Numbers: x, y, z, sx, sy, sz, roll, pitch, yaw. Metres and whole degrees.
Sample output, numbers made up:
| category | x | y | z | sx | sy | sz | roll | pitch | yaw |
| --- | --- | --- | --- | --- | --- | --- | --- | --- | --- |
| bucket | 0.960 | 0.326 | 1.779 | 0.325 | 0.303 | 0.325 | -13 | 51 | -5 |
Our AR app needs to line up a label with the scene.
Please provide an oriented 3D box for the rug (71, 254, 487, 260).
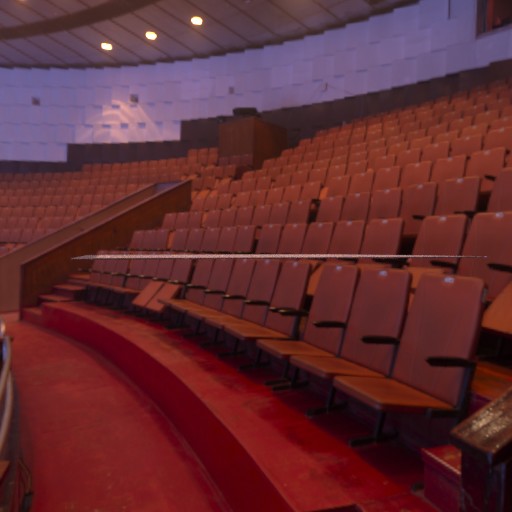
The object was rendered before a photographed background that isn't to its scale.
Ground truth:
| category | x | y | z | sx | sy | sz | roll | pitch | yaw |
| --- | --- | --- | --- | --- | --- | --- | --- | --- | --- |
| rug | 0.000 | 0.000 | 4.183 | 3.056 | 0.010 | 2.437 | 0 | 1 | -18 |
